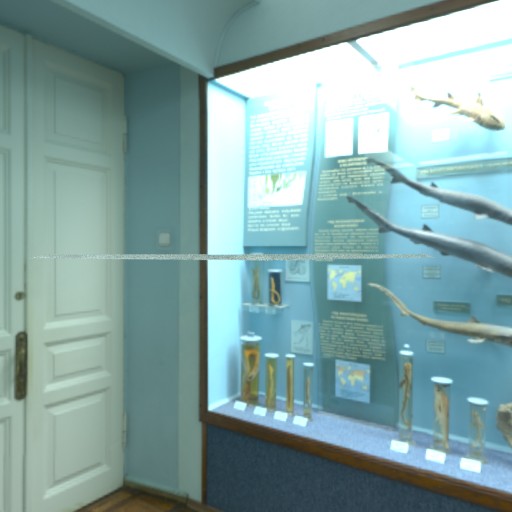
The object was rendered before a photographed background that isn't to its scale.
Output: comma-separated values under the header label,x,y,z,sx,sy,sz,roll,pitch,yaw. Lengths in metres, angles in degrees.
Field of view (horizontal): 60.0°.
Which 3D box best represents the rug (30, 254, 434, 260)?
label,x,y,z,sx,sy,sz,roll,pitch,yaw
rug,0.000,0.000,3.943,2.332,0.027,2.933,0,0,37
